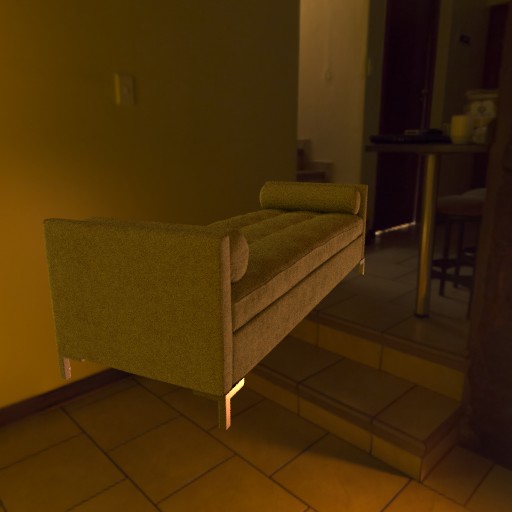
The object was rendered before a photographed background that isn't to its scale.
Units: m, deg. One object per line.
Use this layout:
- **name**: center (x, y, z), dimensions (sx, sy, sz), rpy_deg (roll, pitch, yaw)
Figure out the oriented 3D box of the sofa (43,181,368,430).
- **sofa**: center (0.000, 0.000, 2.461), dimensions (0.797, 0.657, 2.102), rpy_deg (7, 15, 25)
